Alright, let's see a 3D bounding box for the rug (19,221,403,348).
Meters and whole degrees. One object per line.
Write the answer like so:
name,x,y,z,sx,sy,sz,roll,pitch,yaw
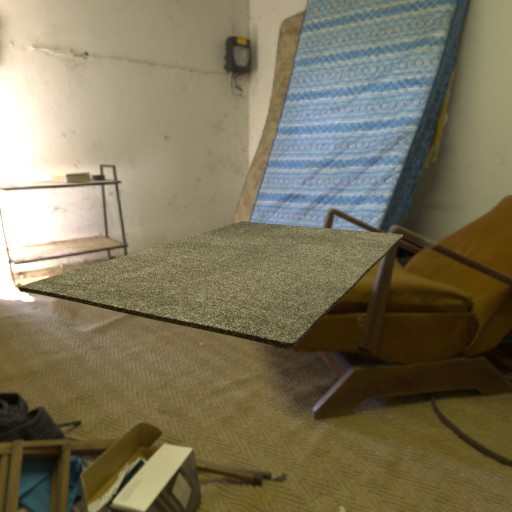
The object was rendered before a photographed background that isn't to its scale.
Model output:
rug,0.000,0.000,2.925,1.501,0.025,2.352,7,15,26
